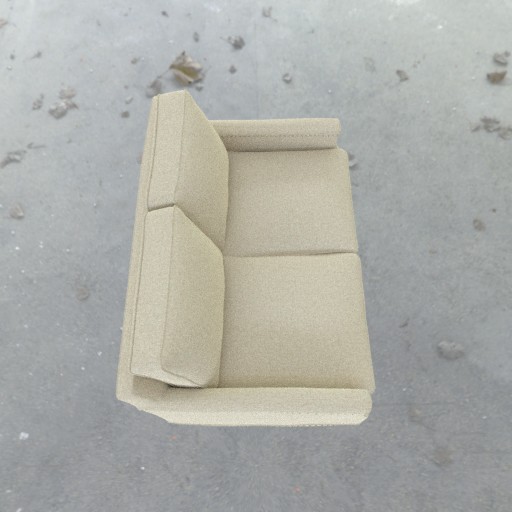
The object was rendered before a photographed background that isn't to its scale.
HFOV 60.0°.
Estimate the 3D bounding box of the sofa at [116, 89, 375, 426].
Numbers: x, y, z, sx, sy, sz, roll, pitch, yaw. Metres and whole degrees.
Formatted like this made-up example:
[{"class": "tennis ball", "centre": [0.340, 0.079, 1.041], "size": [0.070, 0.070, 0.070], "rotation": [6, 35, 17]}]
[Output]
[{"class": "sofa", "centre": [0.000, 0.000, 2.285], "size": [1.084, 1.003, 1.597], "rotation": [0, 65, 0]}]
